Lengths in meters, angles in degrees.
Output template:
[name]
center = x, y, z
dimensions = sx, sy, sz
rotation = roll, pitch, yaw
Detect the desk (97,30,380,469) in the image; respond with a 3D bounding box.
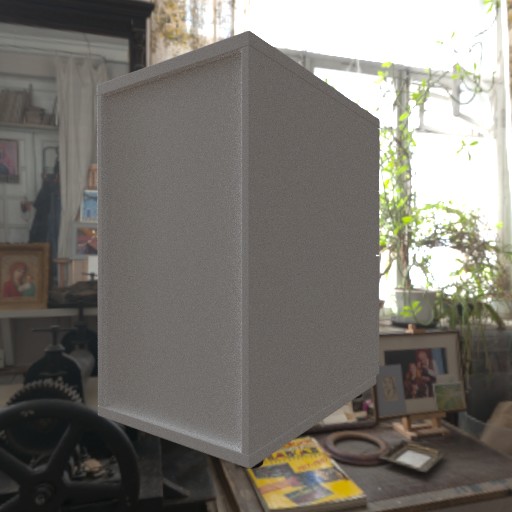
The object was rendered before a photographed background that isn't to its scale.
[desk]
center = 0.000, 0.000, 1.073
dimensions = 0.404, 0.730, 0.600
rotation = 0, 1, 36
